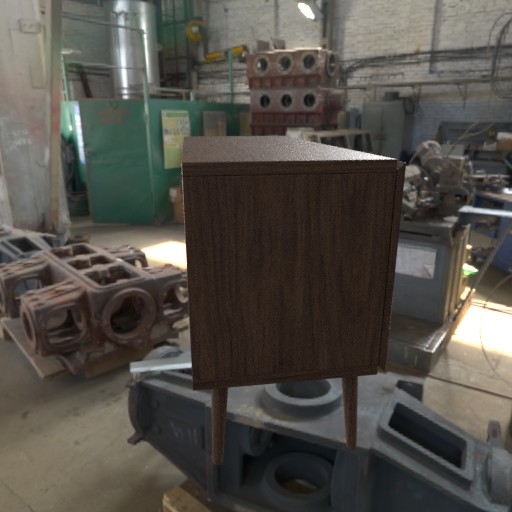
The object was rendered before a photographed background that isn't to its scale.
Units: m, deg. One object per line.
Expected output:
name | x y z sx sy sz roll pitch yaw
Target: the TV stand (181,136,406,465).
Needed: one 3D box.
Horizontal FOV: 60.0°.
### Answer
TV stand | 0.000 0.000 1.343 0.405 0.660 0.990 -3 18 -8
